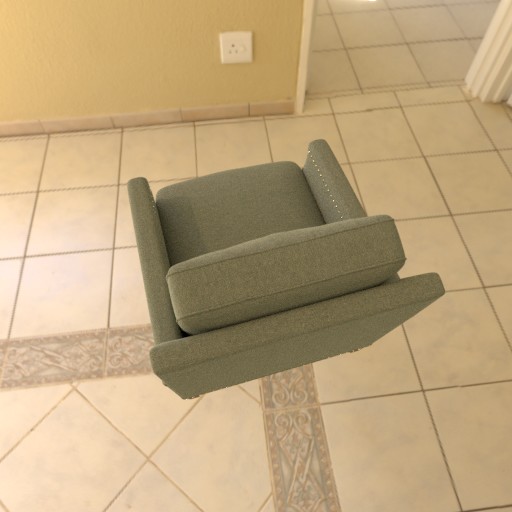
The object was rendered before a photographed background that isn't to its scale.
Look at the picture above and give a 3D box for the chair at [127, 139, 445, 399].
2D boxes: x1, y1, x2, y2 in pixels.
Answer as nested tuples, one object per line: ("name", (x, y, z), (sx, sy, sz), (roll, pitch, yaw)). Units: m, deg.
("chair", (0.000, 0.000, 1.811), (0.885, 1.031, 1.031), (-14, 59, -9))
